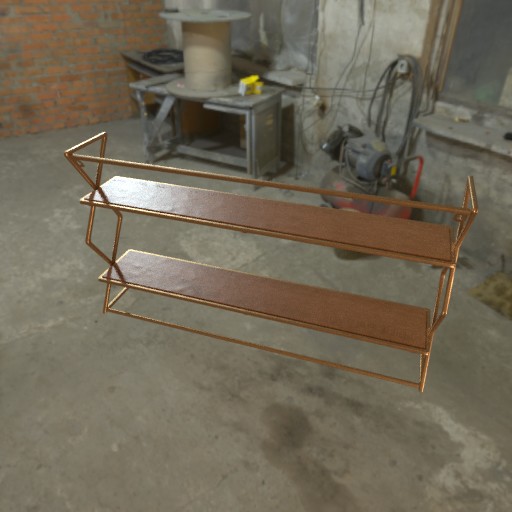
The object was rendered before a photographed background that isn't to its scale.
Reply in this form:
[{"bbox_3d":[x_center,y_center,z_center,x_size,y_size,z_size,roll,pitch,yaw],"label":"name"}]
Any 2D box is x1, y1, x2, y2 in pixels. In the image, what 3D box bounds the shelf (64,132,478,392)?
[{"bbox_3d":[0.000,0.000,1.019,0.822,0.450,0.150,11,35,16],"label":"shelf"}]
